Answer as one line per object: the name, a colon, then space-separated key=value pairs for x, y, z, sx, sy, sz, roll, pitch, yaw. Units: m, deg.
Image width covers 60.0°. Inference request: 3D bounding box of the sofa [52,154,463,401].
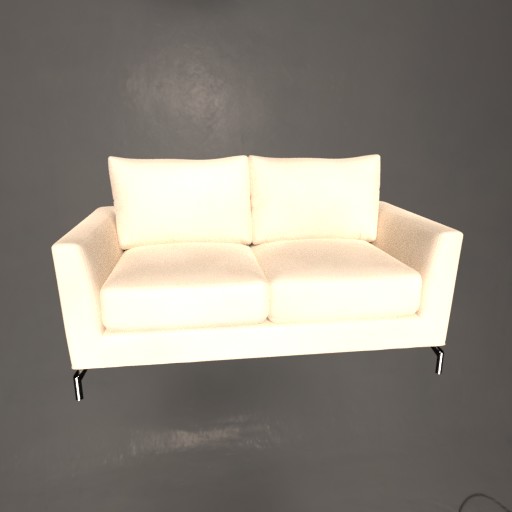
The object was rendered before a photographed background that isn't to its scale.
sofa: x=0.000 y=0.000 z=2.307 sx=1.739 sy=0.995 sz=0.906 roll=-2 pitch=16 yaw=-7
